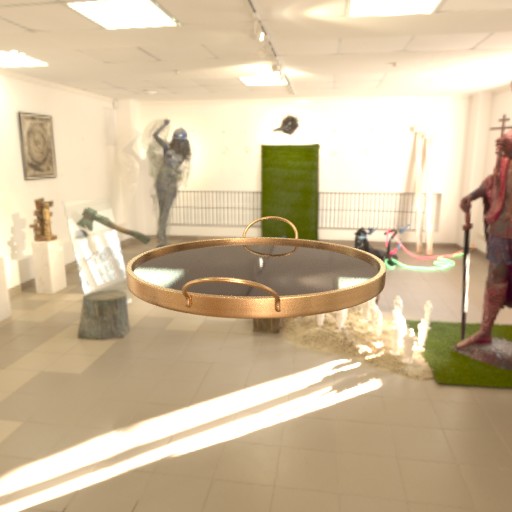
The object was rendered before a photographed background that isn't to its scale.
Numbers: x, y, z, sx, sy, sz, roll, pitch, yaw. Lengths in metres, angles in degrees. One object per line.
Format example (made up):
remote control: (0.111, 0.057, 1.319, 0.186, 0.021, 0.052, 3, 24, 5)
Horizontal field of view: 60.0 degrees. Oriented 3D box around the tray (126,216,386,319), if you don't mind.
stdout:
tray: (0.000, 0.000, 0.774, 0.438, 0.069, 0.543, 2, 13, 8)
